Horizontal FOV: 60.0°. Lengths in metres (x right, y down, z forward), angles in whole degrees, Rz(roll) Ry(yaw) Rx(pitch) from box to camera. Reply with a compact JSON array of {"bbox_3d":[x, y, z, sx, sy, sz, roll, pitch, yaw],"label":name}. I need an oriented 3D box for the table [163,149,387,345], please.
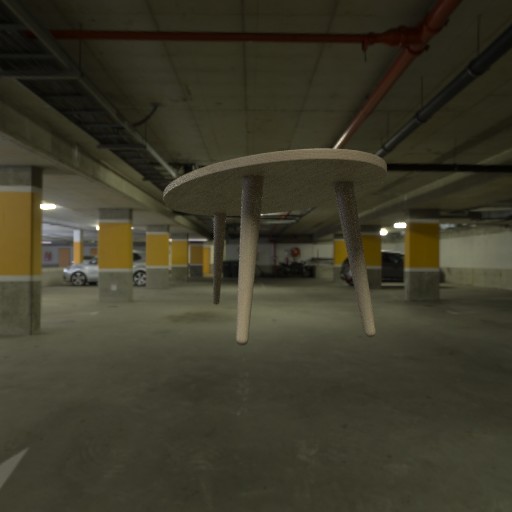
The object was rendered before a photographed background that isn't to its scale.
[{"bbox_3d":[0.000,0.000,1.348,0.542,0.390,1.083,0,-1,-19],"label":"table"}]
